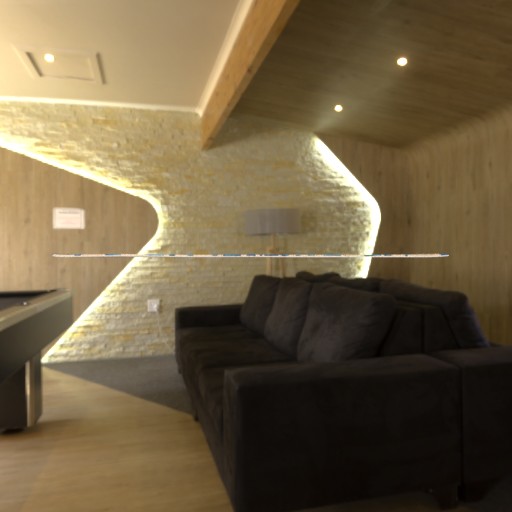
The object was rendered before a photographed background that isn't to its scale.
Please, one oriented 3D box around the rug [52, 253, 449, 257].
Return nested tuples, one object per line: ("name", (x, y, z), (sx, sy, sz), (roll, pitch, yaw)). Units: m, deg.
("rug", (0.000, 0.000, 2.252), (1.209, 0.011, 1.830), (0, 0, 1))
